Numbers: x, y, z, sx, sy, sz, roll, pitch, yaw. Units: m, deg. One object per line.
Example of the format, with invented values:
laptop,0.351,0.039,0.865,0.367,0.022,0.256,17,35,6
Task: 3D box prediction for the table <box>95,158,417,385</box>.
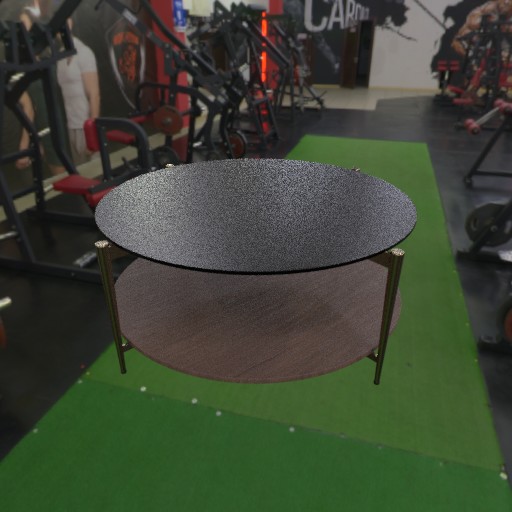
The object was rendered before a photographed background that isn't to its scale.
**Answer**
table,0.000,0.000,1.444,0.938,0.400,0.938,9,28,16
